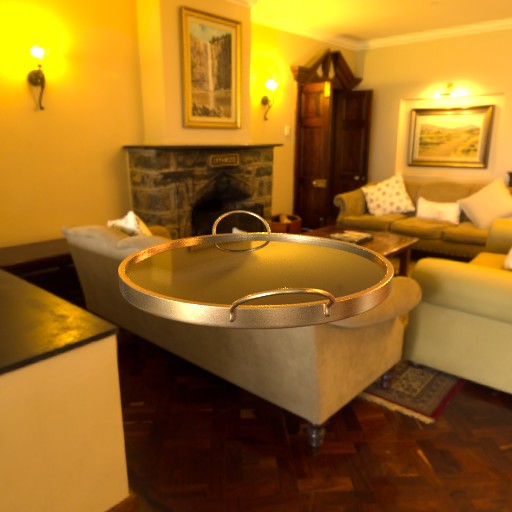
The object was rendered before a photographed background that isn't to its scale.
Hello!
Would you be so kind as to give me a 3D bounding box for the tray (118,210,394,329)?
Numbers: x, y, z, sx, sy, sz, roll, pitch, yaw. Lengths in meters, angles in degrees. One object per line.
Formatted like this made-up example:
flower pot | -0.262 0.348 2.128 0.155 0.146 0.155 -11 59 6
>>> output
tray | 0.000 0.000 0.734 0.438 0.069 0.543 -2 15 -8
